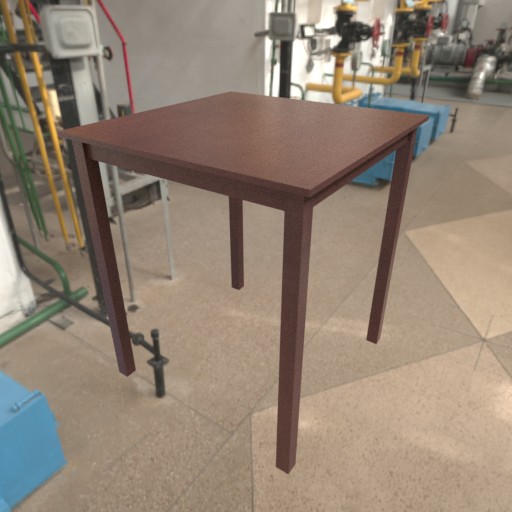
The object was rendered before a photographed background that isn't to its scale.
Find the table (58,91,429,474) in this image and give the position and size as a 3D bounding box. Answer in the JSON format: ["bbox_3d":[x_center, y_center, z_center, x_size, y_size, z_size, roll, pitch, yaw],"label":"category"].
[{"bbox_3d":[0.000,0.000,1.677,0.861,0.991,0.861,19,34,30],"label":"table"}]
